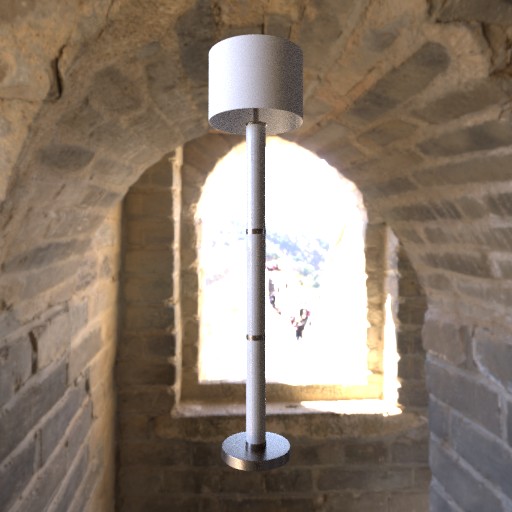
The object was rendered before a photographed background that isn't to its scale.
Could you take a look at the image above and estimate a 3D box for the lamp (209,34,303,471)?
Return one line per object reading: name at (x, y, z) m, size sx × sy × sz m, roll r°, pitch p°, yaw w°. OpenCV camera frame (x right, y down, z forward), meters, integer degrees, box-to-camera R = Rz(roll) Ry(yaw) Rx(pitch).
lamp at (0.000, 0.000, 1.779) m, size 0.377 × 1.599 × 0.377 m, roll 0°, pitch 1°, yaw 36°
